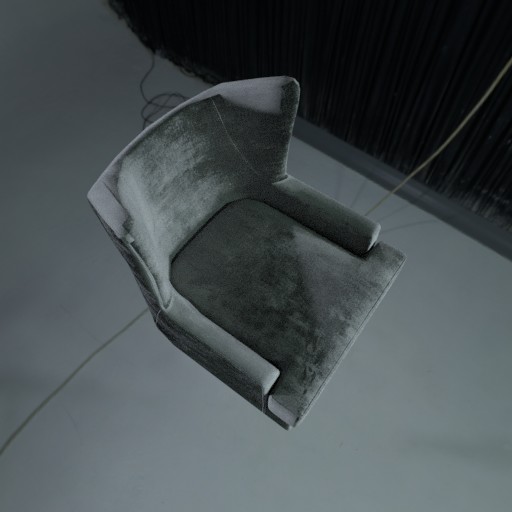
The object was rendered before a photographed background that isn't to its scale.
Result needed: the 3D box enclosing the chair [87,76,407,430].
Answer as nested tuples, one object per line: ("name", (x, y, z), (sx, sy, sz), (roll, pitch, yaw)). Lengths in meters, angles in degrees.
("chair", (0.000, 0.000, 1.633), (0.906, 0.950, 0.784), (32, 64, 18))
